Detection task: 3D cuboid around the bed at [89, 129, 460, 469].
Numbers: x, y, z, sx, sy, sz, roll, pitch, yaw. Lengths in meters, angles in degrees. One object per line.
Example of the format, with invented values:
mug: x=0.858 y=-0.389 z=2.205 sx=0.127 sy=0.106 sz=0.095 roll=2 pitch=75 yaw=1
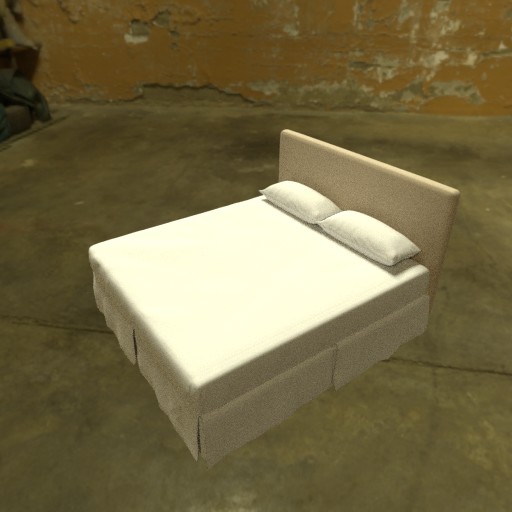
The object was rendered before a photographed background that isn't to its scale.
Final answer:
bed: x=0.000 y=0.000 z=3.688 sx=2.319 sy=1.317 sz=2.119 roll=-20 pitch=37 yaw=-30
